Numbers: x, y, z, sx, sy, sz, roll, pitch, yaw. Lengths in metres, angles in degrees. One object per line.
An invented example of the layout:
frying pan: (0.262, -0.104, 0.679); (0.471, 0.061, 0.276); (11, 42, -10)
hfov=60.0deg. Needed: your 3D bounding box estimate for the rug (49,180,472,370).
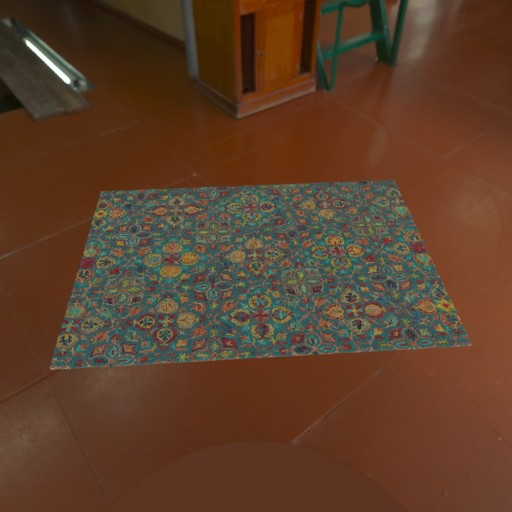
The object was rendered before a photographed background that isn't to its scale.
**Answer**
rug: (0.000, 0.000, 2.919); (2.290, 0.016, 1.527); (-3, 46, -3)
